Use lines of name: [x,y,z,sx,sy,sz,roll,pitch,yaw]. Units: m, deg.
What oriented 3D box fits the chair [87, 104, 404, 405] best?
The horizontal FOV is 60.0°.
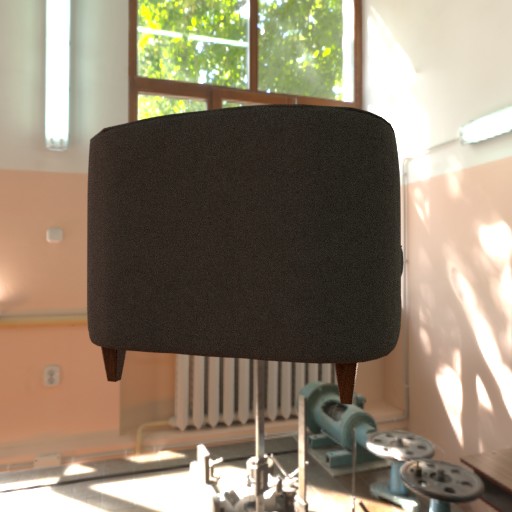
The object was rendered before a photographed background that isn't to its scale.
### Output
chair: [0.000,0.000,1.731,1.104,0.852,0.941,0,-1,18]
